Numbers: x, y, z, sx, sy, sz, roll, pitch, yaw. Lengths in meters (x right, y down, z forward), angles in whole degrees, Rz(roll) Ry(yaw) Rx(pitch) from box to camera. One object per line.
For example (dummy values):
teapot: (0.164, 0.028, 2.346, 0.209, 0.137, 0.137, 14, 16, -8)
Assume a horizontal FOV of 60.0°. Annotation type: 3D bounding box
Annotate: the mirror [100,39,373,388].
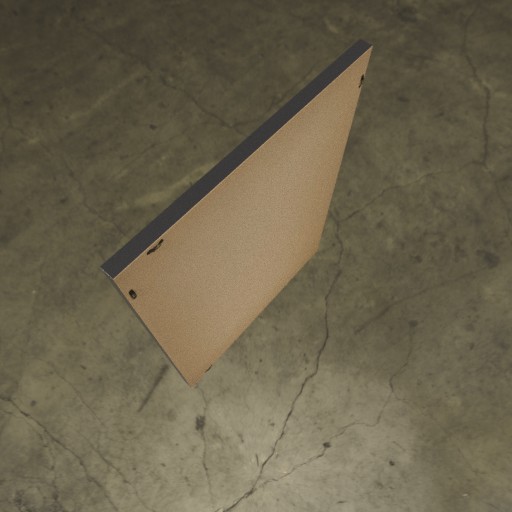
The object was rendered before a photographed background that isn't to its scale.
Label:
mirror: (0.000, 0.000, 1.329, 0.040, 1.016, 0.762, 38, 70, 17)
